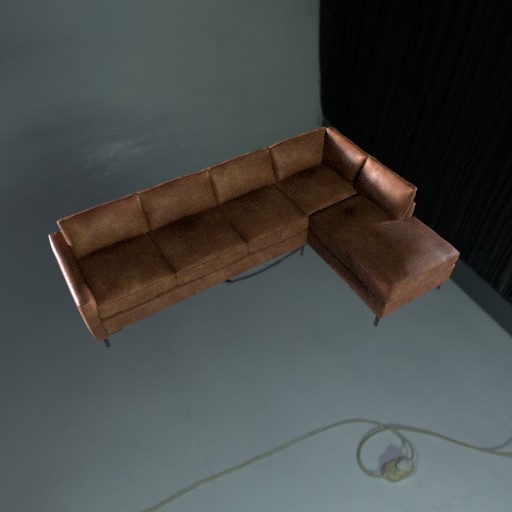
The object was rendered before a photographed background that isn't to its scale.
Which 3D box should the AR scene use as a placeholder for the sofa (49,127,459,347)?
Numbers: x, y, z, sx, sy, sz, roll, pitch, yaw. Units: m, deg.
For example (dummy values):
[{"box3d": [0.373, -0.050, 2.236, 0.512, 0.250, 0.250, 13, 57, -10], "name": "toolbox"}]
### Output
[{"box3d": [0.000, 0.000, 3.881, 2.984, 0.877, 1.938, -24, 51, -21], "name": "sofa"}]
